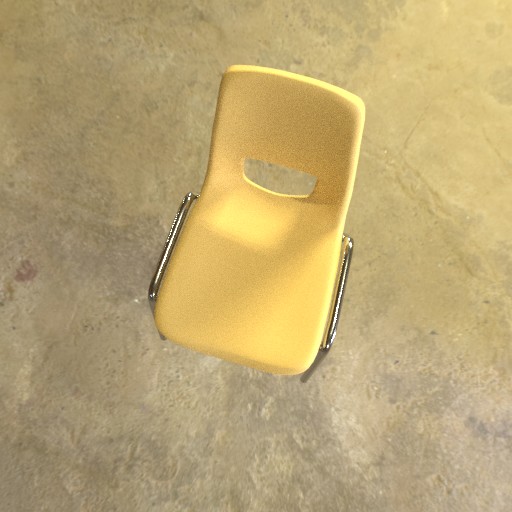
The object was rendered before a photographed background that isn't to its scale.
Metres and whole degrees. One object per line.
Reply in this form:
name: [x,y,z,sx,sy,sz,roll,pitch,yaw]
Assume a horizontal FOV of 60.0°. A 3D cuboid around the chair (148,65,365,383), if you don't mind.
chair: [0.000,0.000,0.799,0.354,0.536,0.385,16,77,4]
